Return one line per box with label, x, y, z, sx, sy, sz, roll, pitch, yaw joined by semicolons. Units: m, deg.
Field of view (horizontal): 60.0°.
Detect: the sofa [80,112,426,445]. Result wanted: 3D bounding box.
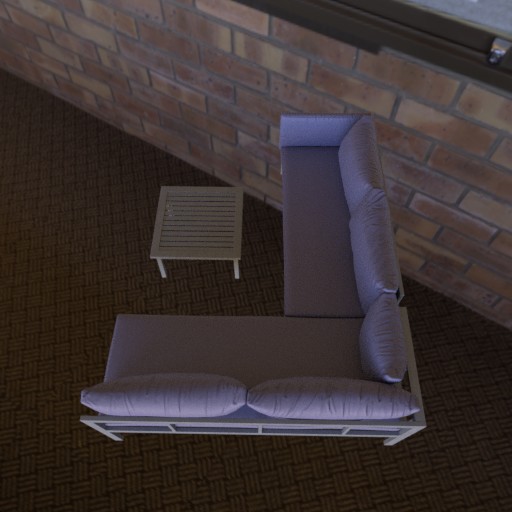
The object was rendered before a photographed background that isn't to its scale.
sofa;0.000;0.000;2.872;1.658;0.762;2.149;1;59;0
